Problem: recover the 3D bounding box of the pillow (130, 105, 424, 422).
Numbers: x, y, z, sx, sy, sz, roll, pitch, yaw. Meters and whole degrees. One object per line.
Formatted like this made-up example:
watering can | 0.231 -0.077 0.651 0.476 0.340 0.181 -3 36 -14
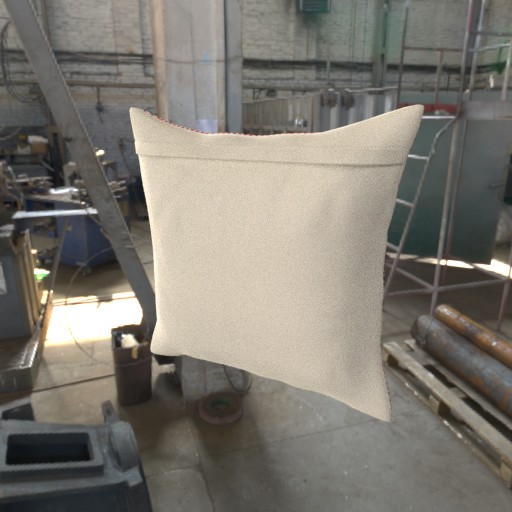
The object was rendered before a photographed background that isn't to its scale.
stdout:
pillow | 0.000 0.000 0.707 0.463 0.454 0.160 9 19 26
